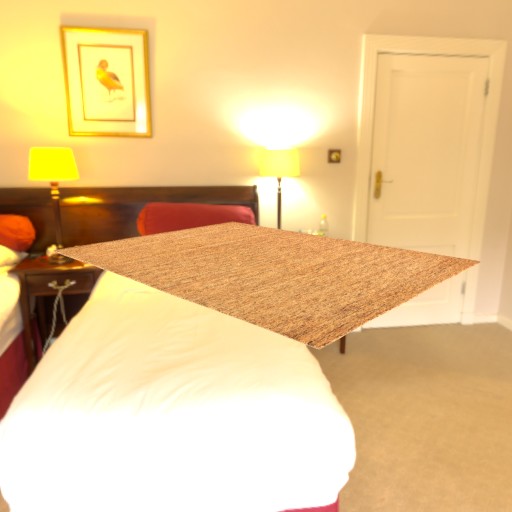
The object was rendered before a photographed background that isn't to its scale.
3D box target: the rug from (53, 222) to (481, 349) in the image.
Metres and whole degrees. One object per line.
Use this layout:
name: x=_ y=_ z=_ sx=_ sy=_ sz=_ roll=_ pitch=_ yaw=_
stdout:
rug: x=0.000 y=0.000 z=4.157 sx=3.200 sy=0.012 sz=2.438 roll=13 pitch=18 yaw=42
